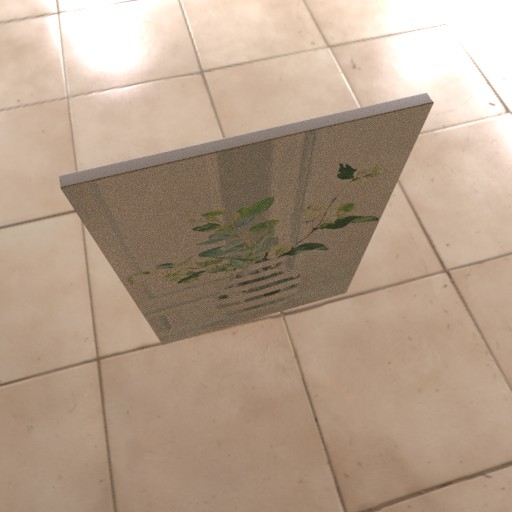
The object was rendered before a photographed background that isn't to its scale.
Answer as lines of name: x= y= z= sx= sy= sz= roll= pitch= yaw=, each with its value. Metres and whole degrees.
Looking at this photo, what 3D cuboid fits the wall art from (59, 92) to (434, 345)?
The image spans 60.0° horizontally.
wall art: x=0.000 y=0.000 z=1.585 sx=0.914 sy=1.212 sz=0.038 roll=-15 pitch=63 yaw=-8
